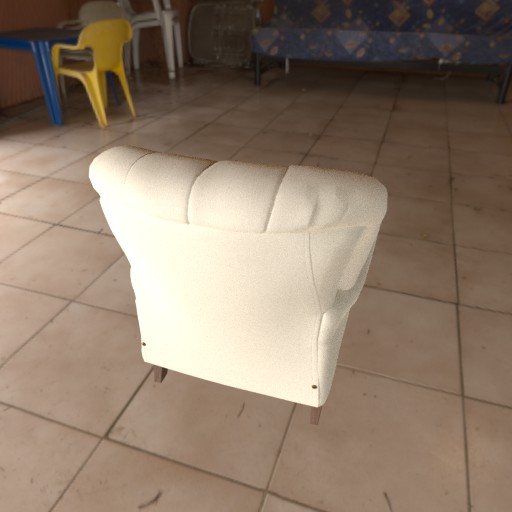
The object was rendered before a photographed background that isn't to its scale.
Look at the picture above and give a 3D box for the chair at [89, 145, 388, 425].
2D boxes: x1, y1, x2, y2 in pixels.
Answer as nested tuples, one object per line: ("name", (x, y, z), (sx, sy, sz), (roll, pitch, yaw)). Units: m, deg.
("chair", (0.000, 0.000, 1.974), (1.035, 1.169, 1.132), (10, 34, 15))
